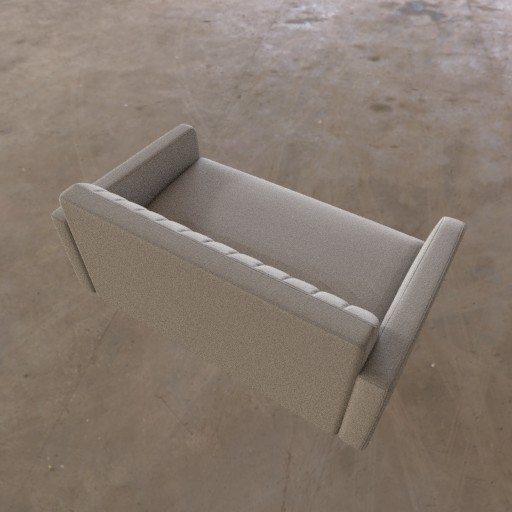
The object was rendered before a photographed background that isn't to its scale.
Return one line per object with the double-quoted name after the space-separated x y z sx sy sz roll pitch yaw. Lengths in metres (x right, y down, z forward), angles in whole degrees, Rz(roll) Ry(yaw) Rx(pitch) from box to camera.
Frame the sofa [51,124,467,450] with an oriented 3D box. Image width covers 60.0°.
0.000 0.000 2.100 1.585 0.801 0.950 25 51 22 "sofa"
